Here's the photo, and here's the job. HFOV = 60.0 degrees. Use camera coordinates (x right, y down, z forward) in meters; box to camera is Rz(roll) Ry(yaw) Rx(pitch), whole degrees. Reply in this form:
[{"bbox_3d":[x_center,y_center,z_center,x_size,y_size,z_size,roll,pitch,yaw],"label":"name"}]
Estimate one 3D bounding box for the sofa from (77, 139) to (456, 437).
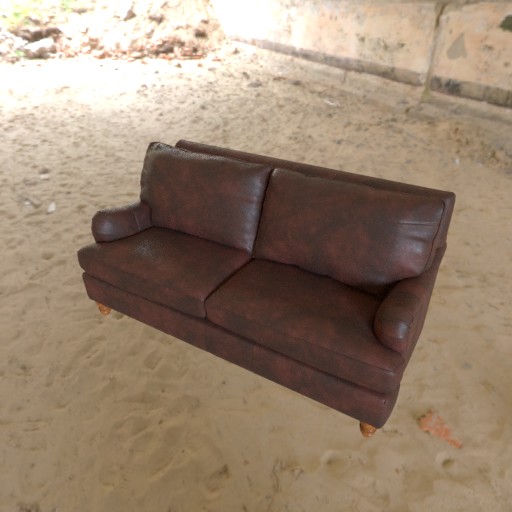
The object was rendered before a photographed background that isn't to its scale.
[{"bbox_3d":[0.000,0.000,2.829,2.144,1.071,1.147,17,35,26],"label":"sofa"}]
